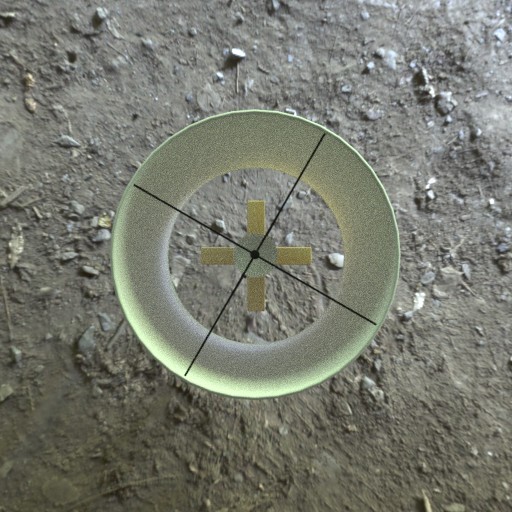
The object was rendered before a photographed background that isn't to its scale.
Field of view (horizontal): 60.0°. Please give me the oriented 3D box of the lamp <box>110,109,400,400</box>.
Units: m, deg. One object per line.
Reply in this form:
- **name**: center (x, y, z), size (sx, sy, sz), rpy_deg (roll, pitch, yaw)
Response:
- **lamp**: center (0.000, 0.000, 0.560), size (0.229, 0.428, 0.229), rpy_deg (0, 90, 0)
